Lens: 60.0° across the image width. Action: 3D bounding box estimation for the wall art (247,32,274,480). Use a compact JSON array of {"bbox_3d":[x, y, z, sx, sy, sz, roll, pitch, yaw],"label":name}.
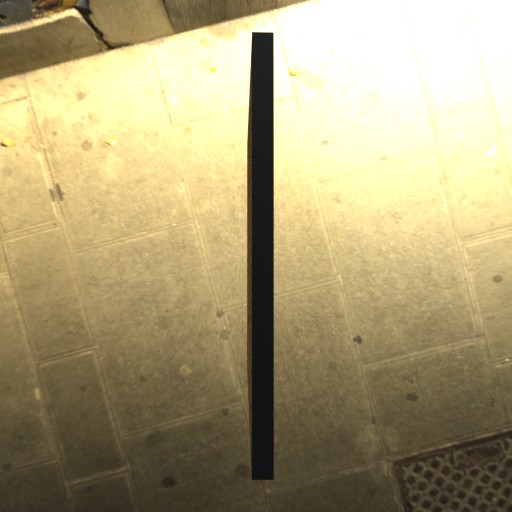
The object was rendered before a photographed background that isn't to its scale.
[{"bbox_3d":[0.000,0.000,1.135,0.038,0.763,0.763,0,90,-2],"label":"wall art"}]
